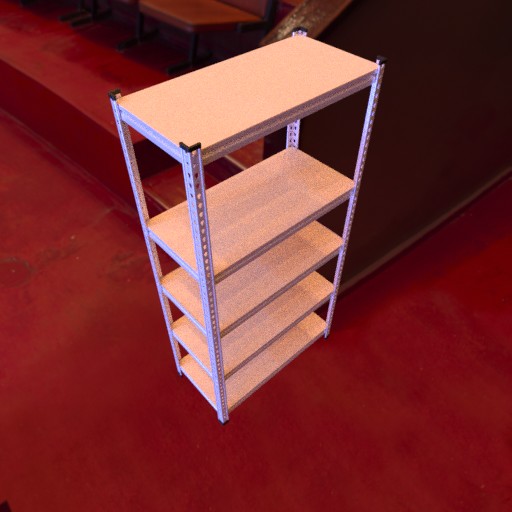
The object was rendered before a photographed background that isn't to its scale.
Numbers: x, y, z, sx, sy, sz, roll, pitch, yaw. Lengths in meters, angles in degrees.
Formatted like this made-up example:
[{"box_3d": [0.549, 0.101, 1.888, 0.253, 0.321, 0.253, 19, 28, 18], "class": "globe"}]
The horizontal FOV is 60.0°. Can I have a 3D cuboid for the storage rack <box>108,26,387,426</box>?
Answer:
[{"box_3d": [0.000, 0.000, 2.209, 0.914, 1.829, 0.457, -33, 54, -28], "class": "storage rack"}]
